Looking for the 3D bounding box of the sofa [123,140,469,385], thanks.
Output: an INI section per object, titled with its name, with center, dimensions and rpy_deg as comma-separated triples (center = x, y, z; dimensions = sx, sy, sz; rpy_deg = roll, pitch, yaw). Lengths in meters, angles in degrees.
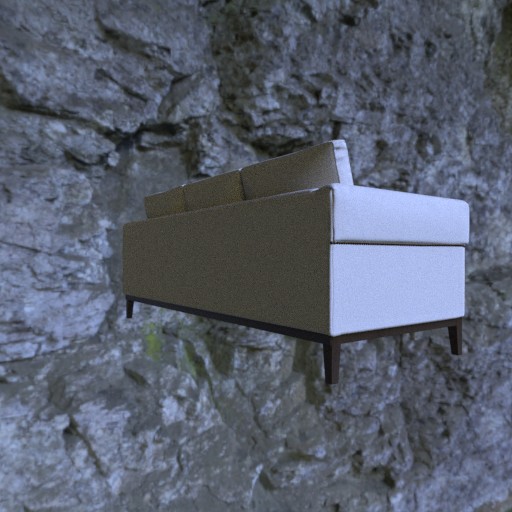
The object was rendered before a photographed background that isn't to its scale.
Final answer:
[sofa]
center = 0.000, 0.000, 2.664
dimensions = 0.902, 0.911, 2.198
rpy_deg = 0, 0, -35
